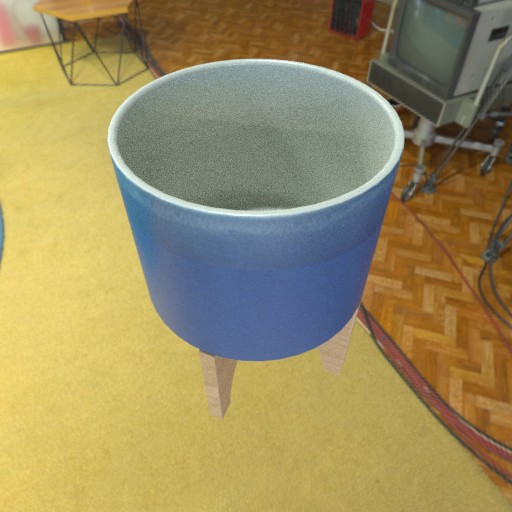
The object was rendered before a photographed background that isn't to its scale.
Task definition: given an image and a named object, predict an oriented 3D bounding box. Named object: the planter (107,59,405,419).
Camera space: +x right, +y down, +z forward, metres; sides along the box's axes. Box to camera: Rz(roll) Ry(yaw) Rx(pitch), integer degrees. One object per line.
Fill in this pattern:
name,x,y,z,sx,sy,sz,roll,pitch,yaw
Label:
planter,0.000,0.000,0.389,0.192,0.263,0.192,0,47,0
